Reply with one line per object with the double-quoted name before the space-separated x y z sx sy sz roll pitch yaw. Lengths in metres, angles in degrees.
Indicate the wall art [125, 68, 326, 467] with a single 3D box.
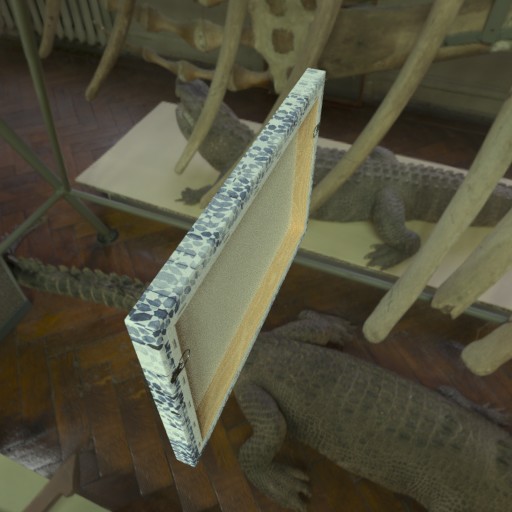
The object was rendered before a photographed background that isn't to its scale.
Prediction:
"wall art" 0.000 0.000 1.162 0.057 0.608 0.911 17 49 15
